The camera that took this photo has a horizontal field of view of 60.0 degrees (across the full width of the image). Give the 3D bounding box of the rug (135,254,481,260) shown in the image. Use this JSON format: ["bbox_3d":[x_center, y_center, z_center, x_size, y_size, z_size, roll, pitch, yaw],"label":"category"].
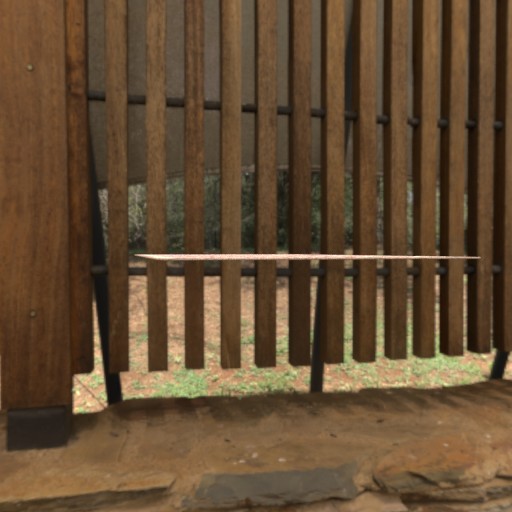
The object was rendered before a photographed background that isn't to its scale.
[{"bbox_3d":[0.000,0.000,3.077,1.545,0.010,2.440,0,1,-17],"label":"rug"}]
